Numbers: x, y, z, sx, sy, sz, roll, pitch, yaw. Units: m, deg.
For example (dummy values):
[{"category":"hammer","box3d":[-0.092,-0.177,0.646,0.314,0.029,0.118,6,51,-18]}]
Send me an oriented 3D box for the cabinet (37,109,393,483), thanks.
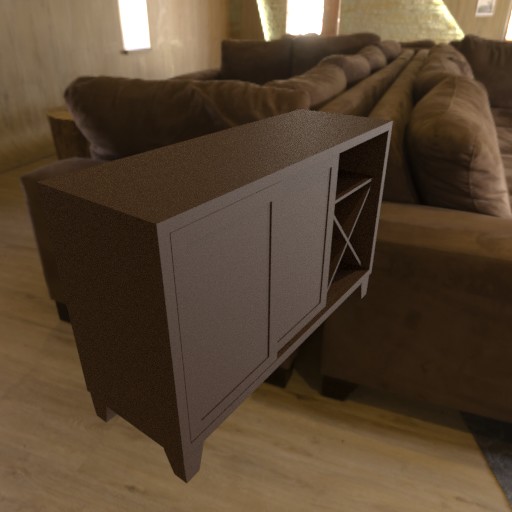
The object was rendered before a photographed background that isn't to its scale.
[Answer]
[{"category":"cabinet","box3d":[0.000,0.000,1.813,0.482,0.914,1.396,19,34,31]}]
